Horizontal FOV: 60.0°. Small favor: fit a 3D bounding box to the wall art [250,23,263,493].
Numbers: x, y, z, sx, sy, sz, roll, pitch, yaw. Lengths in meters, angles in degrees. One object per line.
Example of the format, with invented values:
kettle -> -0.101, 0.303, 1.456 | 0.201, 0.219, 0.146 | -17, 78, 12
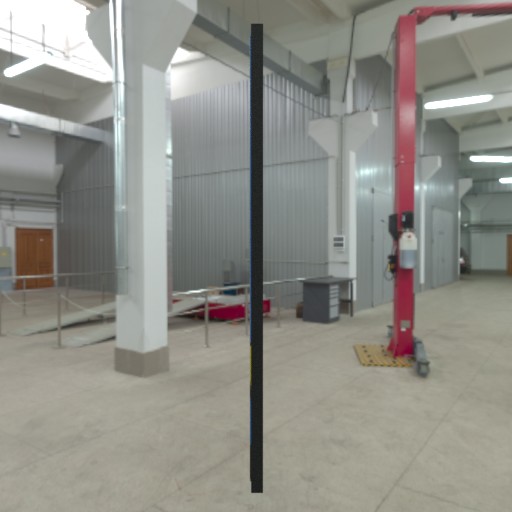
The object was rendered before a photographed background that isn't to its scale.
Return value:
wall art -> 0.000, 0.000, 0.661 | 0.013, 0.457, 0.458 | 0, 1, 0
